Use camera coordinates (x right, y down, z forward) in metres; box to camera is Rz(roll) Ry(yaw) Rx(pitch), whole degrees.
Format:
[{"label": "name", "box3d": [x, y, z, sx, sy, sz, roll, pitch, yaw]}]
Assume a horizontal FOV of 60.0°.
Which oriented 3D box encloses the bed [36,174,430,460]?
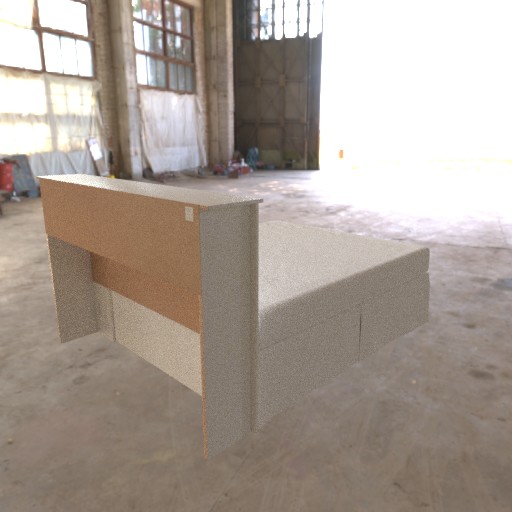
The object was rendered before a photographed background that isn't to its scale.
[{"label": "bed", "box3d": [0.000, 0.000, 3.001, 2.133, 1.092, 1.671, -15, 21, -43]}]
